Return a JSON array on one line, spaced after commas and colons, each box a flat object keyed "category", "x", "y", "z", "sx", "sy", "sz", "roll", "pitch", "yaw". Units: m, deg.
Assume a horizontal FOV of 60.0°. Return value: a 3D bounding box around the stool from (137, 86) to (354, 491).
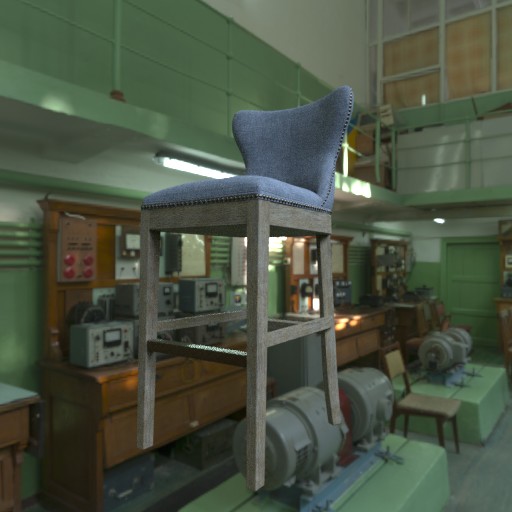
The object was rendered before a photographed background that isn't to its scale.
[{"category": "stool", "x": 0.000, "y": 0.000, "z": 1.419, "sx": 0.494, "sy": 1.123, "sz": 0.606, "roll": 0, "pitch": 0, "yaw": 35}]
